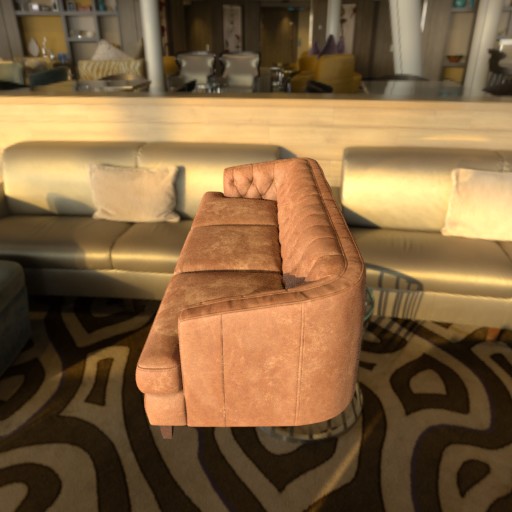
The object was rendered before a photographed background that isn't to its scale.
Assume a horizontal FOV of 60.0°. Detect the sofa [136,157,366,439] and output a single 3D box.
[{"bbox_3d":[0.000,0.000,2.726,0.922,0.791,2.257,0,26,1],"label":"sofa"}]
